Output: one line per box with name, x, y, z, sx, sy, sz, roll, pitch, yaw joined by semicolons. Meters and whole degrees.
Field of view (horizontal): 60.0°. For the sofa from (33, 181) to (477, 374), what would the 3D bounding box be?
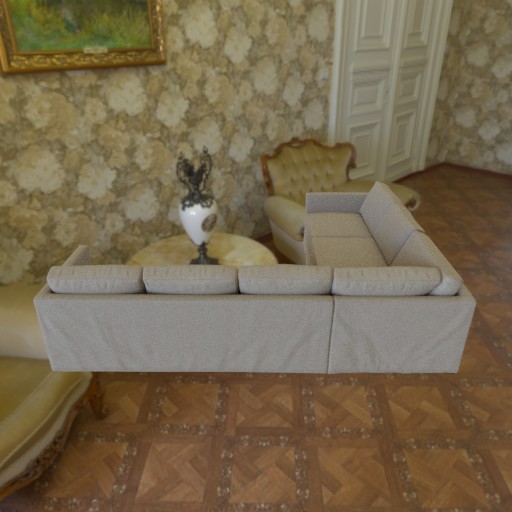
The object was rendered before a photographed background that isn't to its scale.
sofa;0.000;0.000;4.333;3.182;0.871;2.432;0;27;1
